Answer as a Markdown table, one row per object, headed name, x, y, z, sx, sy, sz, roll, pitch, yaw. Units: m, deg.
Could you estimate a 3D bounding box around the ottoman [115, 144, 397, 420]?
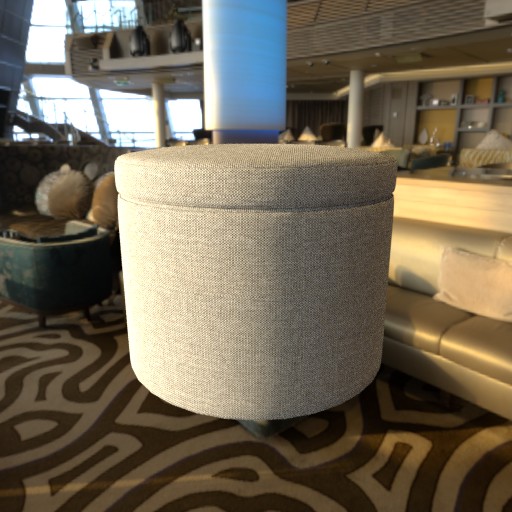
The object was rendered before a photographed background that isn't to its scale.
| name | x | y | z | sx | sy | sz | roll | pitch | yaw |
| --- | --- | --- | --- | --- | --- | --- | --- | --- | --- |
| ottoman | 0.000 | 0.000 | 0.863 | 0.500 | 0.419 | 0.500 | 0 | 16 | 0 |
